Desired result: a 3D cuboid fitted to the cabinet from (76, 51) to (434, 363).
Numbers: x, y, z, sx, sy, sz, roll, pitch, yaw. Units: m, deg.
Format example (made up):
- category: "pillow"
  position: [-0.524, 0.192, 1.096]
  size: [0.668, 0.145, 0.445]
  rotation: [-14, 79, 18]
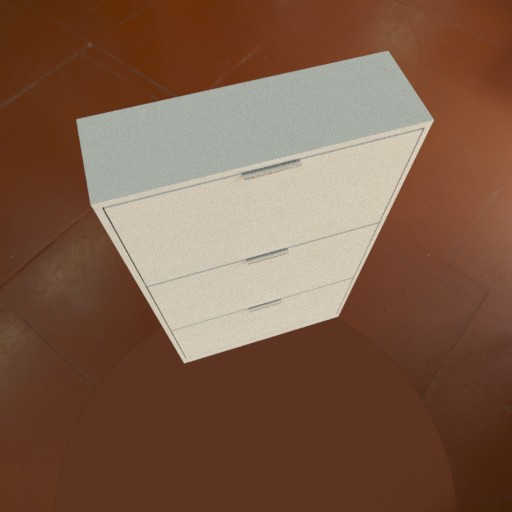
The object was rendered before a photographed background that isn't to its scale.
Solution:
- category: "cabinet"
  position: [0.000, 0.000, 1.539]
  size: [0.750, 1.280, 0.250]
  rotation: [-15, 64, -8]
